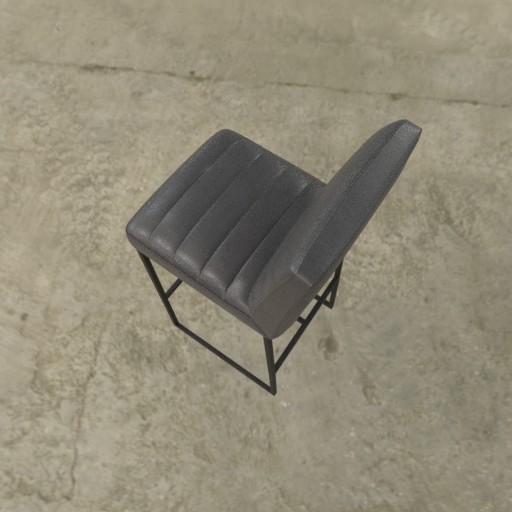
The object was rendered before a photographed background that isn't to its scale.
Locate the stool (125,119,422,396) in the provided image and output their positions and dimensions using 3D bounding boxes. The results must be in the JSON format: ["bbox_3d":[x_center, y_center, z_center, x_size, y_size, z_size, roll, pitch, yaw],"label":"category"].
[{"bbox_3d":[0.000,0.000,1.344,0.552,1.040,0.457,32,66,16],"label":"stool"}]
